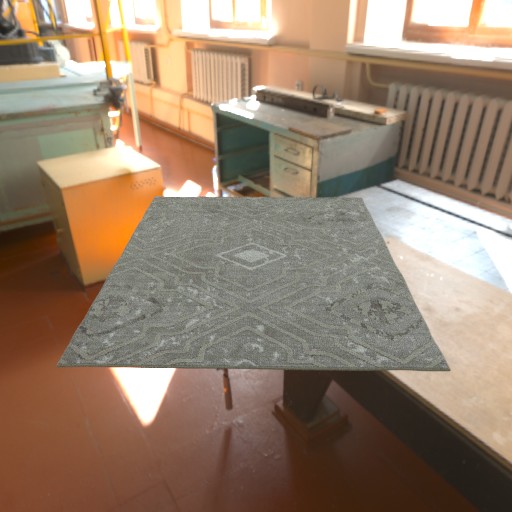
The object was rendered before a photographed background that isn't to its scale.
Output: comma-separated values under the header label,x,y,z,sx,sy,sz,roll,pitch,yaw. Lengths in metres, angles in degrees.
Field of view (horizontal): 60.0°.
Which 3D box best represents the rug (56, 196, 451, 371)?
label,x,y,z,sx,sy,sz,roll,pitch,yaw
rug,0.000,0.000,0.891,0.548,0.006,0.639,0,29,1
